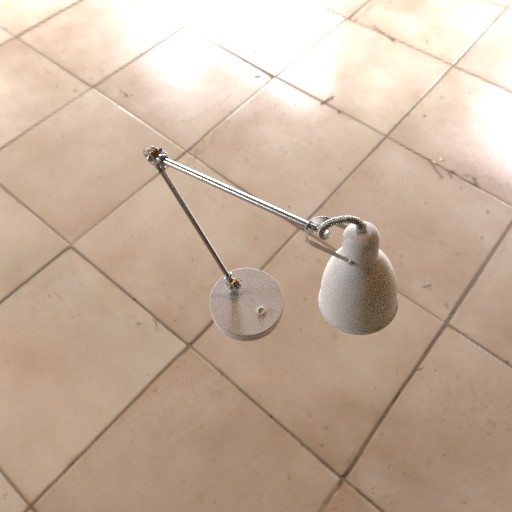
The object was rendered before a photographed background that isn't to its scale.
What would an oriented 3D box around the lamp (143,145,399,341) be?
[{"bbox_3d":[0.000,0.000,0.882,0.561,0.587,0.187,35,66,18],"label":"lamp"}]
